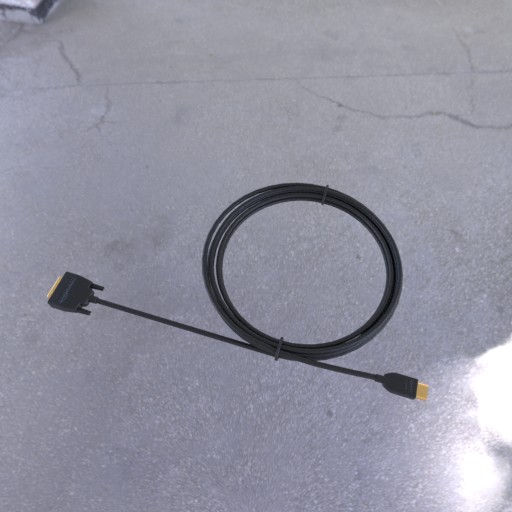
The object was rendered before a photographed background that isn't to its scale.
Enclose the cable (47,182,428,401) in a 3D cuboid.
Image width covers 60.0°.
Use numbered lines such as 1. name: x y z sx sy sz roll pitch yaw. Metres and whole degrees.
1. cable: 0.000 0.000 0.527 0.422 0.030 0.257 15 60 9
